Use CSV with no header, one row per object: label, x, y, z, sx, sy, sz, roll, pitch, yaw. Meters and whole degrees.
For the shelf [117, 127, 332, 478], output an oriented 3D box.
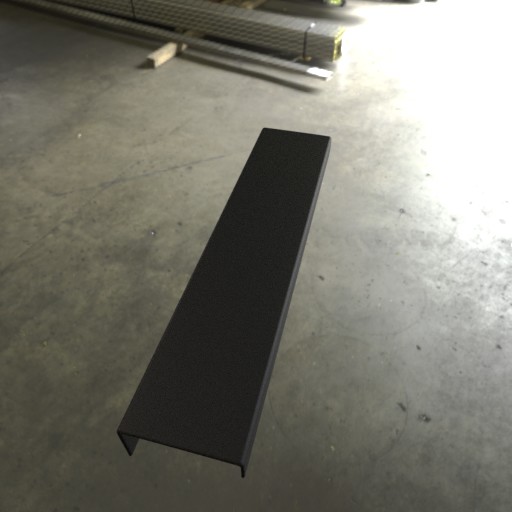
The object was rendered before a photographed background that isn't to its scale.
shelf,0.000,0.000,0.497,0.102,0.053,0.456,11,47,10
